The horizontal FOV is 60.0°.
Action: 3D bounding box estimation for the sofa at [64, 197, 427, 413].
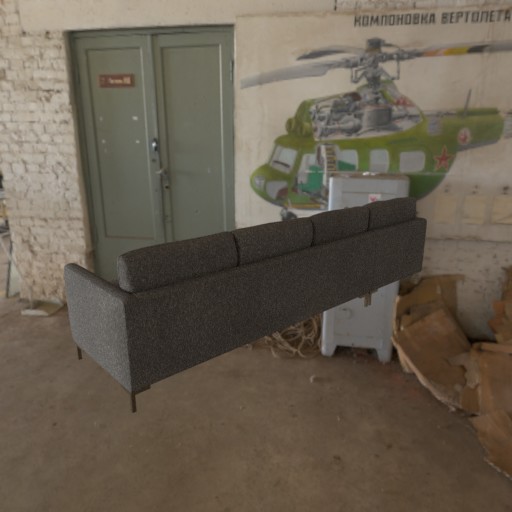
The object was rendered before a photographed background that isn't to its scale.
[{"bbox_3d":[0.000,0.000,3.509,2.932,0.810,1.350,-14,22,-40],"label":"sofa"}]
